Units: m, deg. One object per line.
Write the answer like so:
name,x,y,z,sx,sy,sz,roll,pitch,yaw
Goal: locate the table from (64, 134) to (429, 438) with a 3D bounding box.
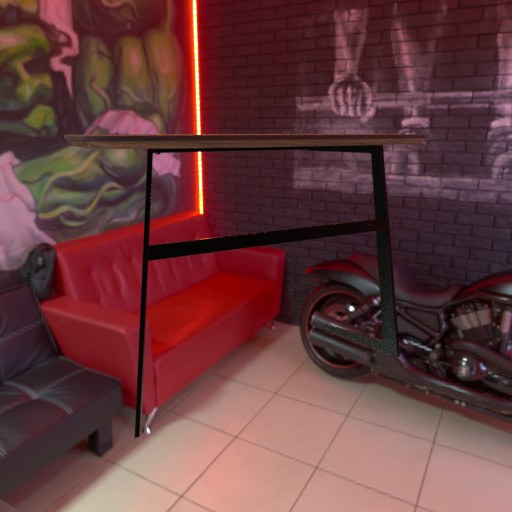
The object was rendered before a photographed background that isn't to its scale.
table,0.000,0.000,1.089,0.804,0.576,0.361,-8,18,-27
